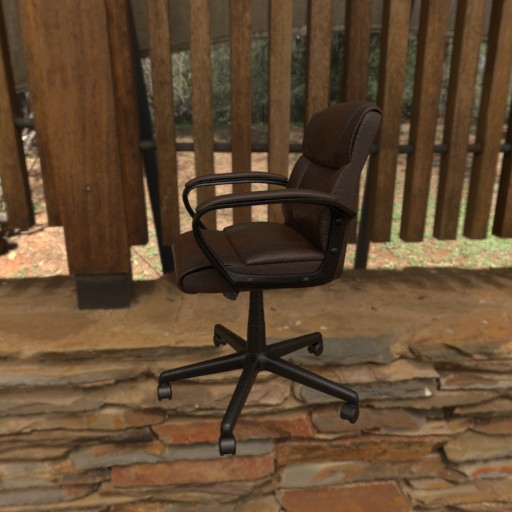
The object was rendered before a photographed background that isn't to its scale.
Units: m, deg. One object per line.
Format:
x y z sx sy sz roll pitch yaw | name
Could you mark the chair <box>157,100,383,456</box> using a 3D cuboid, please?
0.000 0.000 1.514 0.717 1.004 0.739 -3 17 -11 | chair
